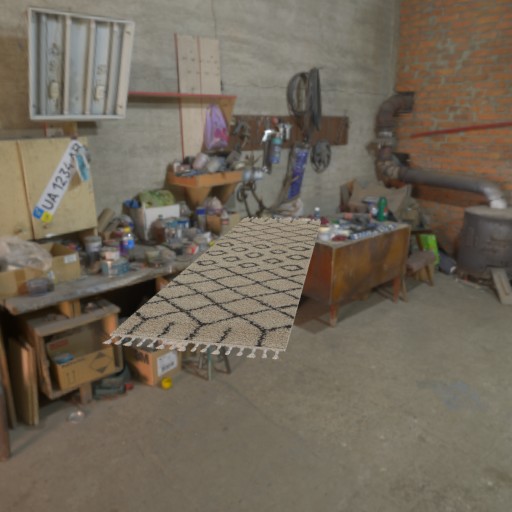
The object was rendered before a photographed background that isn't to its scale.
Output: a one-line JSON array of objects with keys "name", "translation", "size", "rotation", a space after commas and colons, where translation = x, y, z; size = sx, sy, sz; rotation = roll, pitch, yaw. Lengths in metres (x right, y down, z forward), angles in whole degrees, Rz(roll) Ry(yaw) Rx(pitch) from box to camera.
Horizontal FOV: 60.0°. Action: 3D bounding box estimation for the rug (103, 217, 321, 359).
[{"name": "rug", "translation": [0.000, 0.000, 2.692], "size": [0.660, 0.005, 2.464], "rotation": [3, 16, 11]}]
